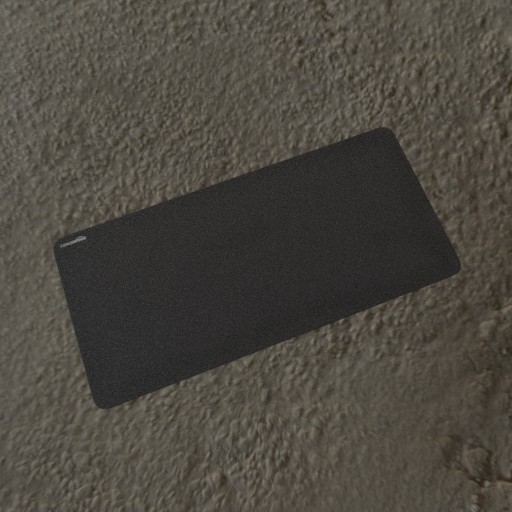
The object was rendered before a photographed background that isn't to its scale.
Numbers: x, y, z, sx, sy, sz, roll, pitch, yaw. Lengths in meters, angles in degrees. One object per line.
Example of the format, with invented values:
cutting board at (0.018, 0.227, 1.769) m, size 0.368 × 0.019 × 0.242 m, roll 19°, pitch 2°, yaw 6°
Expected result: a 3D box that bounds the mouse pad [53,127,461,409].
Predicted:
mouse pad at (0.000, 0.000, 1.066) m, size 0.907 × 0.003 × 0.424 m, roll -20°, pitch 76°, yaw -5°
